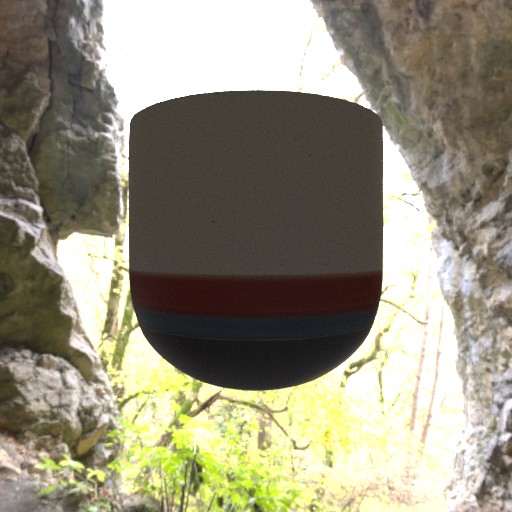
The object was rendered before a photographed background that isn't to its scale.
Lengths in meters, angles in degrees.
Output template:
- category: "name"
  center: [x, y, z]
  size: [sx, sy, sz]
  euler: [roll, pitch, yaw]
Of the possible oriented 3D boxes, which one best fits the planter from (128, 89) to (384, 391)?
- category: "planter"
  center: [0.000, 0.000, 0.485]
  size: [0.268, 0.270, 0.268]
  euler: [0, 1, 0]
